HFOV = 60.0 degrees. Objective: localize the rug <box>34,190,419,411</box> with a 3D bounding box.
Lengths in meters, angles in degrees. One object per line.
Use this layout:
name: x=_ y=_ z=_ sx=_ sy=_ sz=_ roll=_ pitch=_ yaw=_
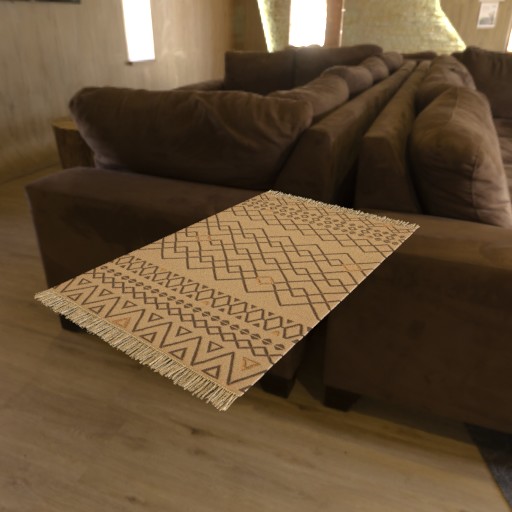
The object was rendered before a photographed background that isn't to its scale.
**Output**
rug: x=0.000 y=0.000 z=2.547 sx=1.224 sy=0.028 sz=2.023 roll=19 pitch=32 yaw=32
